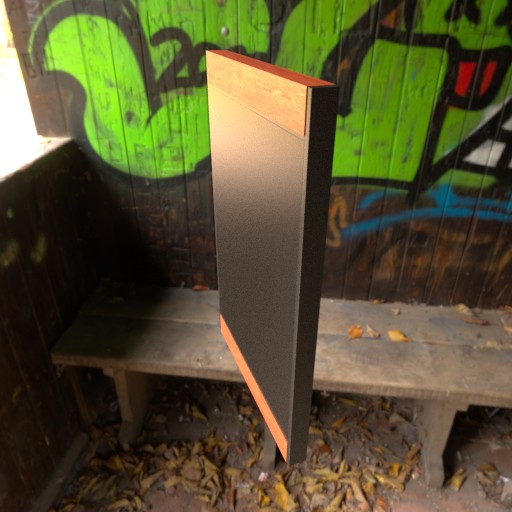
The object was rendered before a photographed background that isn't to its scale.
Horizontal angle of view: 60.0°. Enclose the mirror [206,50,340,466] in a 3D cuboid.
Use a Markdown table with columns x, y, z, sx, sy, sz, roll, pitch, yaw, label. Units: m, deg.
| x | y | z | sx | sy | sz | roll | pitch | yaw | label |
| --- | --- | --- | --- | --- | --- | --- | --- | --- | --- |
| 0.000 | 0.000 | 1.026 | 0.047 | 0.823 | 0.525 | -11 | 32 | -18 | mirror |
